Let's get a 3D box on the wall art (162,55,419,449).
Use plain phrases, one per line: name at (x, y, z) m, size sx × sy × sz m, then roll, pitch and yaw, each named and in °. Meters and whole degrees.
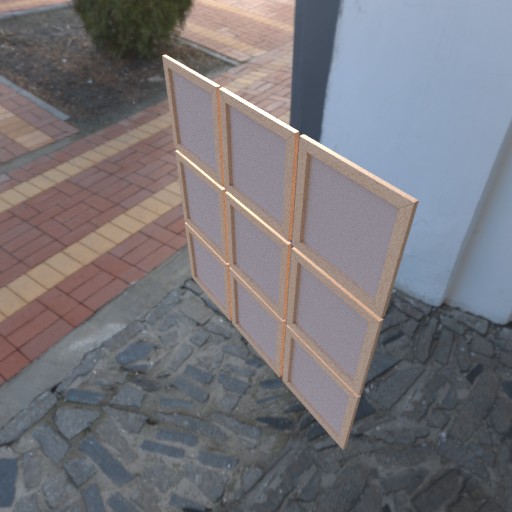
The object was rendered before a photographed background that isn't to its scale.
wall art at (0.000, 0.000, 1.753) m, size 0.016 × 1.207 × 1.217 m, roll -26°, pitch 48°, yaw -26°
